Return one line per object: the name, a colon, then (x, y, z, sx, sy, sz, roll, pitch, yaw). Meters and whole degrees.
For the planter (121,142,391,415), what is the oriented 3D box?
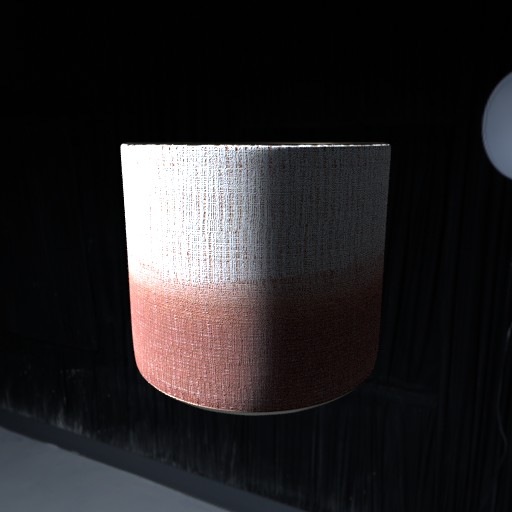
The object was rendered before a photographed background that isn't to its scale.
planter: (0.000, 0.000, 0.318, 0.178, 0.157, 0.178, 0, 15, 0)
